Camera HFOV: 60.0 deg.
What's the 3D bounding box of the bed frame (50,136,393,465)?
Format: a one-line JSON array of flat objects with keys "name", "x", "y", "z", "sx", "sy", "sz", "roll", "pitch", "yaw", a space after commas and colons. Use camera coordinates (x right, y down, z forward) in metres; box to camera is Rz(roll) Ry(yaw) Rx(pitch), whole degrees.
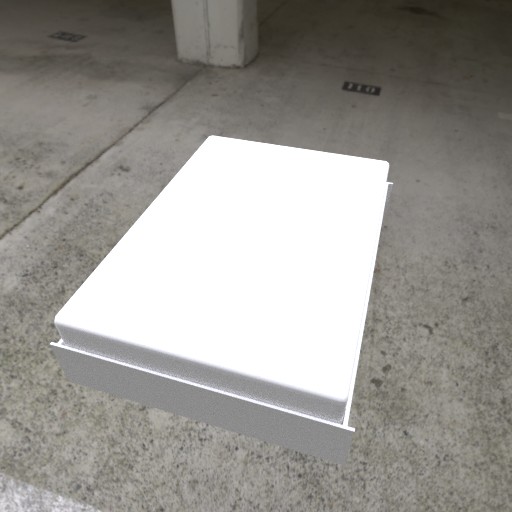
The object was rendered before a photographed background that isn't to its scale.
[{"name": "bed frame", "x": 0.000, "y": 0.000, "z": 2.689, "sx": 1.445, "sy": 0.497, "sz": 1.945, "roll": 12, "pitch": 43, "yaw": 13}]
